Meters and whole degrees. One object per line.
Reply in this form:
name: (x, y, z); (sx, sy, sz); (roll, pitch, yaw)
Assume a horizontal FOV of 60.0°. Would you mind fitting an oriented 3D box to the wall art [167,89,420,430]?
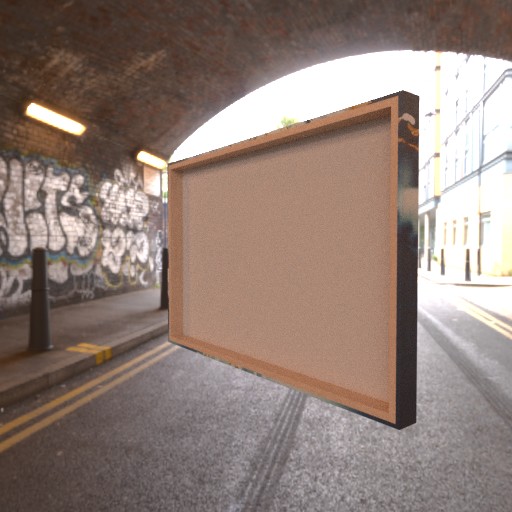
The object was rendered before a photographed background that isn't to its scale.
wall art: (0.000, 0.000, 0.777); (0.036, 0.405, 0.607); (-1, 2, -38)
